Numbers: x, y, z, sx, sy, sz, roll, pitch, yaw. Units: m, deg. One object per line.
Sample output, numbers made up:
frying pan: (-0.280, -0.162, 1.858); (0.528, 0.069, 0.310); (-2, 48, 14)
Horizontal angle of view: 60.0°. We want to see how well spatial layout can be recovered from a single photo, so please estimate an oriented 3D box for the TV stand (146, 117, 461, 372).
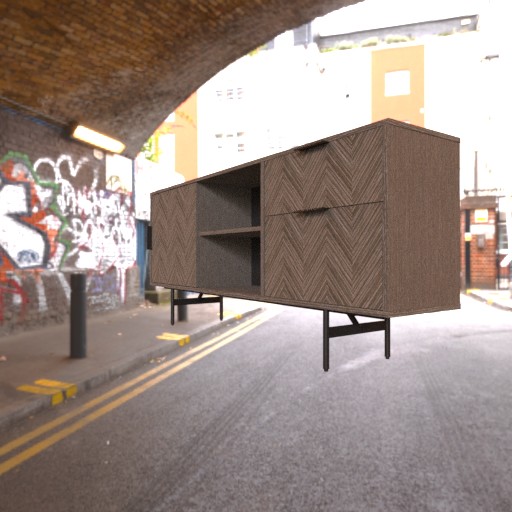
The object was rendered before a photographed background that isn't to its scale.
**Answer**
TV stand: (0.000, 0.000, 2.101); (0.405, 0.787, 1.804); (0, 0, -35)
